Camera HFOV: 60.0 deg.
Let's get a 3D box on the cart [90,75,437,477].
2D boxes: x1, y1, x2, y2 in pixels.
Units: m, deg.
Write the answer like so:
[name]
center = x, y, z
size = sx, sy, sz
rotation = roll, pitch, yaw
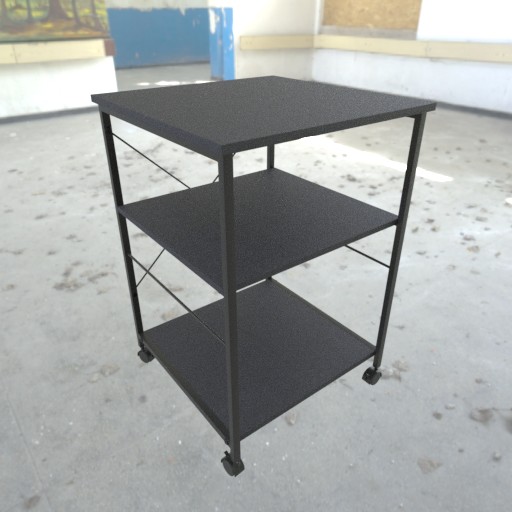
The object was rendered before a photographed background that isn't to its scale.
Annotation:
[cart]
center = 0.000, 0.000, 1.120
size = 0.521, 0.762, 0.520
rotation = -21, 35, -32
